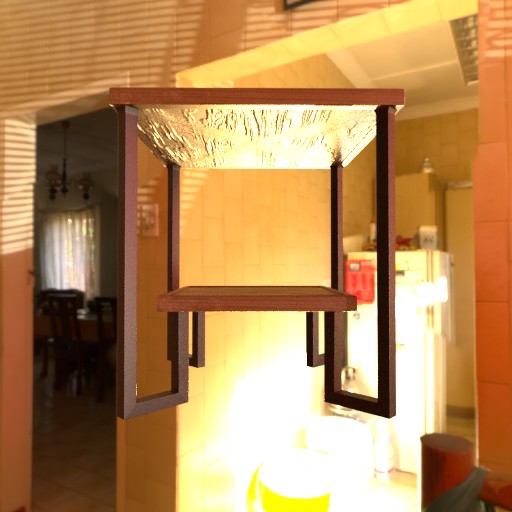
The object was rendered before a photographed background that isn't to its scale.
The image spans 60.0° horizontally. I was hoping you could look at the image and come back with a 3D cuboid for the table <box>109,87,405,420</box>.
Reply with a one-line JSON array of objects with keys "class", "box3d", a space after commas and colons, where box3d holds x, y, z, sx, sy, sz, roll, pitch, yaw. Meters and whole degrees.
[{"class": "table", "box3d": [0.000, 0.000, 0.997, 0.503, 0.563, 0.503, 0, -1, -1]}]
